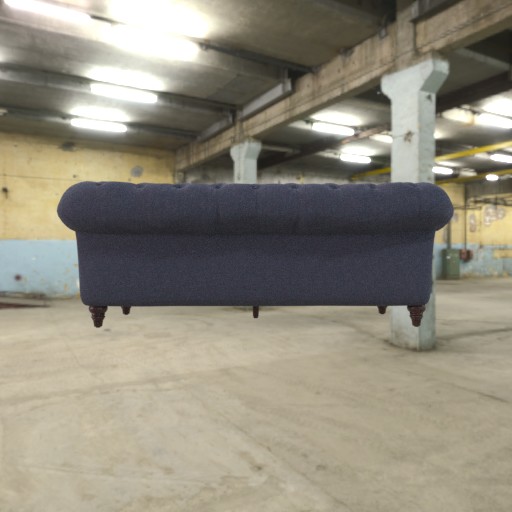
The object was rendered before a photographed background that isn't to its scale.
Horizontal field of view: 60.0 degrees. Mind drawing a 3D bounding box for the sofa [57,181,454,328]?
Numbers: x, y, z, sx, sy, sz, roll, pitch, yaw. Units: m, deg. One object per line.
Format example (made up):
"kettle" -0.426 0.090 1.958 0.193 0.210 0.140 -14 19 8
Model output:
"sofa" 0.000 0.000 2.783 2.335 0.836 1.046 0 0 -1
